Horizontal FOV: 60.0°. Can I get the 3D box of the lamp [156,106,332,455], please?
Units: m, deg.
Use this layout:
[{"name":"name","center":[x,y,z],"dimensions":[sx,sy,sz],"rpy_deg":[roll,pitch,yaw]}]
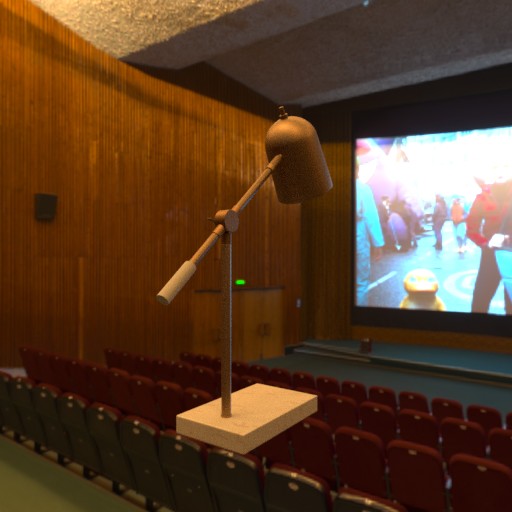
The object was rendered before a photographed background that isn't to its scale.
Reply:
[{"name":"lamp","center":[0.000,0.000,0.820],"dimensions":[0.144,0.603,0.471],"rpy_deg":[0,0,36]}]
